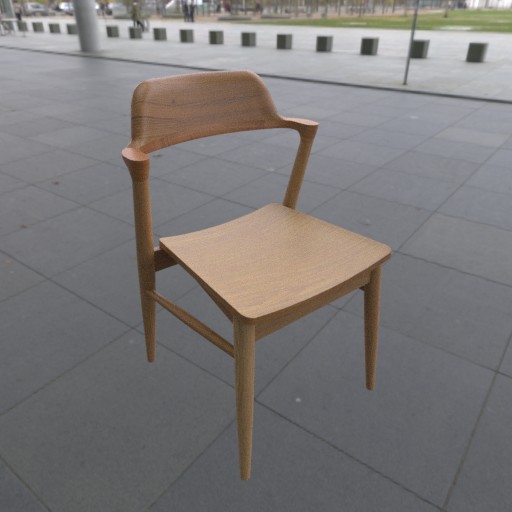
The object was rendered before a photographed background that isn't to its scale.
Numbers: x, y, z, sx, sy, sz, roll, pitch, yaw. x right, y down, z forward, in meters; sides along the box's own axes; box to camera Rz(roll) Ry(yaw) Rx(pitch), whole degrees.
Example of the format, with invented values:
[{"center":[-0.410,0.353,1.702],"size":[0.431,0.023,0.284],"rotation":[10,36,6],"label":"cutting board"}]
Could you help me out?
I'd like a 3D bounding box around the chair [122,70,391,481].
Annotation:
[{"center":[0.000,0.000,1.091],"size":[0.512,0.792,0.499],"rotation":[-21,36,-32],"label":"chair"}]
